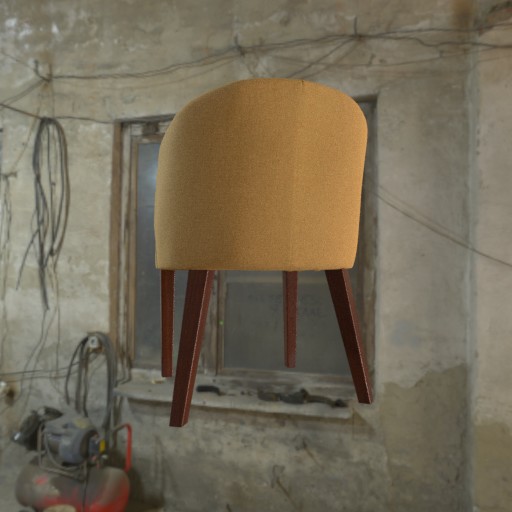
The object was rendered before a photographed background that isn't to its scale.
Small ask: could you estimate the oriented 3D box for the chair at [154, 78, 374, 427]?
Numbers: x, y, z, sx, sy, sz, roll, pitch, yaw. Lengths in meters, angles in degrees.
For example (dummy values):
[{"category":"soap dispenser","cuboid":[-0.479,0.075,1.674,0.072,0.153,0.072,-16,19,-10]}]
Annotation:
[{"category":"chair","cuboid":[0.000,0.000,1.310,0.583,0.811,0.655,0,-1,-18]}]
